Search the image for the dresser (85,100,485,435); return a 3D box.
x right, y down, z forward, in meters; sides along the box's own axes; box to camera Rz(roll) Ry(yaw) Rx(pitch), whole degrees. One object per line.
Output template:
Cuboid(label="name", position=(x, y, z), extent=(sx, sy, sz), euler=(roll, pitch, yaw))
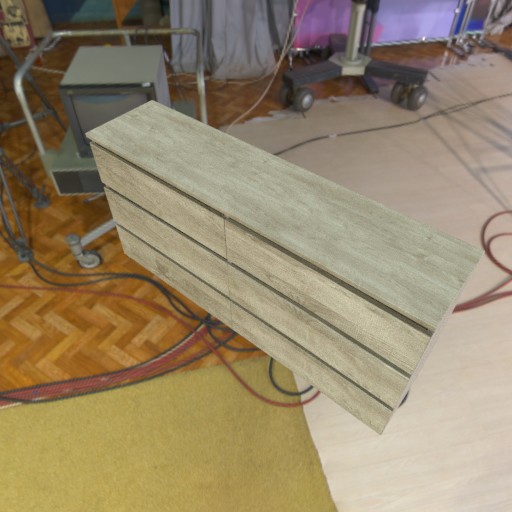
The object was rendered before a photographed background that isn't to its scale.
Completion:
Cuboid(label="dresser", position=(0.000, 0.000, 1.955), extent=(1.590, 0.795, 0.390), euler=(30, 54, 26))
